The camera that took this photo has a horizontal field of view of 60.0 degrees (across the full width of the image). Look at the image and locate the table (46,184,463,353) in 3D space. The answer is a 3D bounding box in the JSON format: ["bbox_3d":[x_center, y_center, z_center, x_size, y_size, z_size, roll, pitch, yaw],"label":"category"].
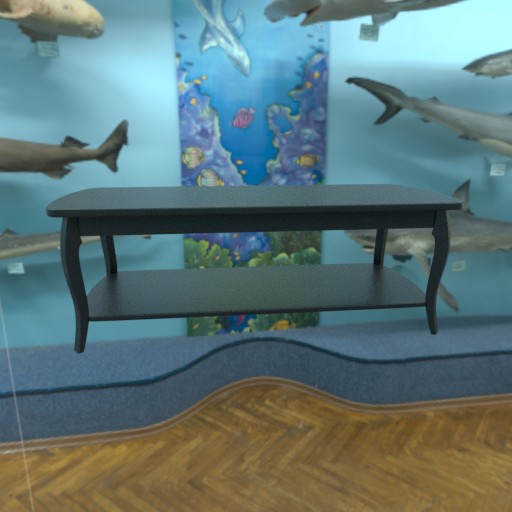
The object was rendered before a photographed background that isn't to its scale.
[{"bbox_3d":[0.000,0.000,1.637,1.333,0.457,0.571,-2,15,-6],"label":"table"}]
